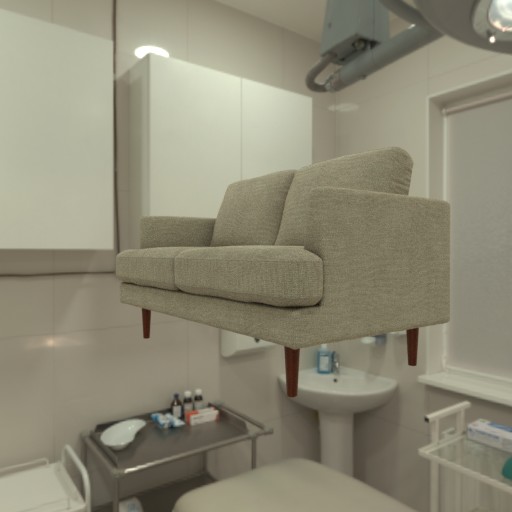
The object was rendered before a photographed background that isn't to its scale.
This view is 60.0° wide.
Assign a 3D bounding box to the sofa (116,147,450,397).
[{"bbox_3d":[0.000,0.000,2.203,0.903,0.944,1.582,0,1,-36],"label":"sofa"}]
